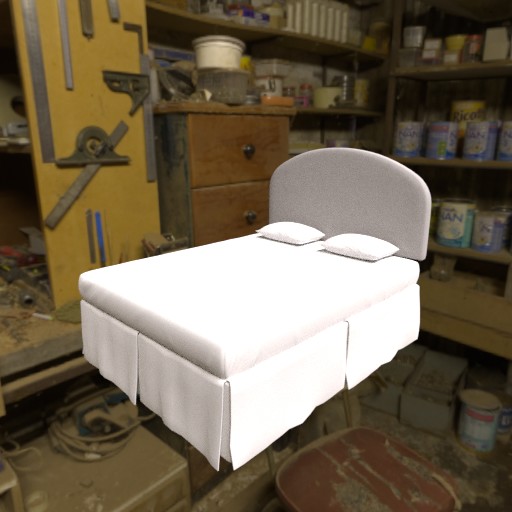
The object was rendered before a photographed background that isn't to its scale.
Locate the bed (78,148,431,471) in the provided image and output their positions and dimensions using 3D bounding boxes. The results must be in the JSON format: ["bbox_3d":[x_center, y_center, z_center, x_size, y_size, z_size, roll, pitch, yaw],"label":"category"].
[{"bbox_3d":[0.000,0.000,3.060,1.607,1.410,2.005,15,21,43],"label":"bed"}]
